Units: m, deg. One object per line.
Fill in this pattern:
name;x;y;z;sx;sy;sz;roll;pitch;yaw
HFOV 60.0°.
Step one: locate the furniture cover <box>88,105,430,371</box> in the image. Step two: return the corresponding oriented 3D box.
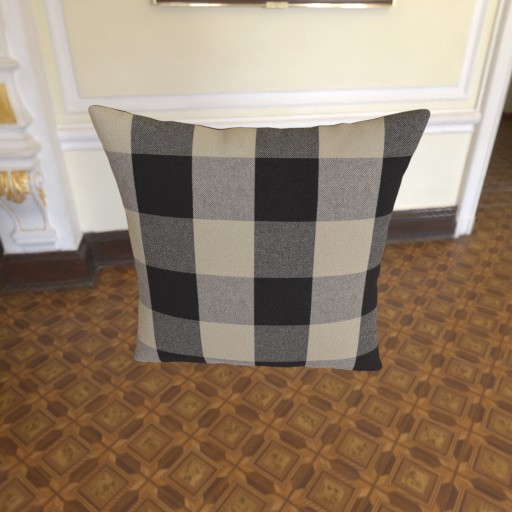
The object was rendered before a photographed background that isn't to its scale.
furniture cover;0.000;0.000;0.784;0.511;0.509;0.161;2;30;3
